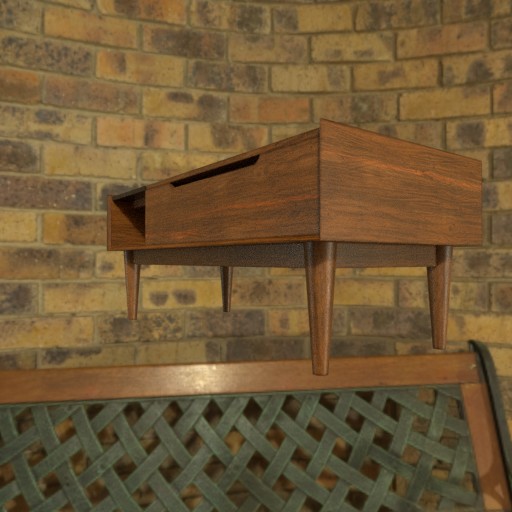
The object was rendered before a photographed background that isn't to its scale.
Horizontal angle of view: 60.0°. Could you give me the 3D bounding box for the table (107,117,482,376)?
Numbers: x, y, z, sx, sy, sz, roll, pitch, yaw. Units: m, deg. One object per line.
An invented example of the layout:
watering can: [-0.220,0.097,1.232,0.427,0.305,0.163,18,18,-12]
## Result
table: [0.000,0.000,1.501,0.610,0.508,1.221,0,-1,-37]
